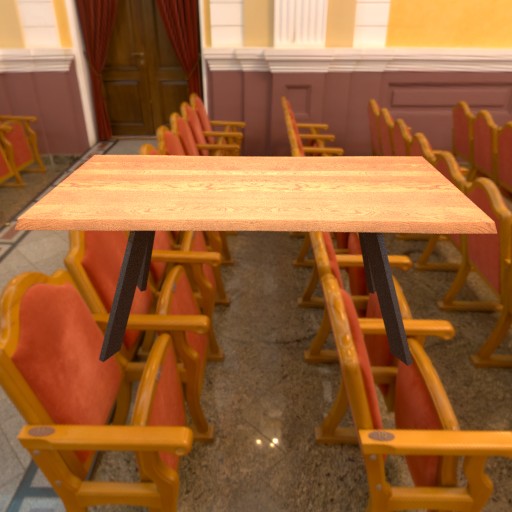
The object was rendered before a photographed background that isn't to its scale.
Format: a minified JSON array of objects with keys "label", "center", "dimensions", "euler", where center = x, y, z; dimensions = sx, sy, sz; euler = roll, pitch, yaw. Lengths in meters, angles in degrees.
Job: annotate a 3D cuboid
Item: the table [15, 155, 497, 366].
[{"label":"table","center":[0.000,0.000,2.210],"dimensions":[1.800,0.770,0.900],"euler":[0,29,1]}]
